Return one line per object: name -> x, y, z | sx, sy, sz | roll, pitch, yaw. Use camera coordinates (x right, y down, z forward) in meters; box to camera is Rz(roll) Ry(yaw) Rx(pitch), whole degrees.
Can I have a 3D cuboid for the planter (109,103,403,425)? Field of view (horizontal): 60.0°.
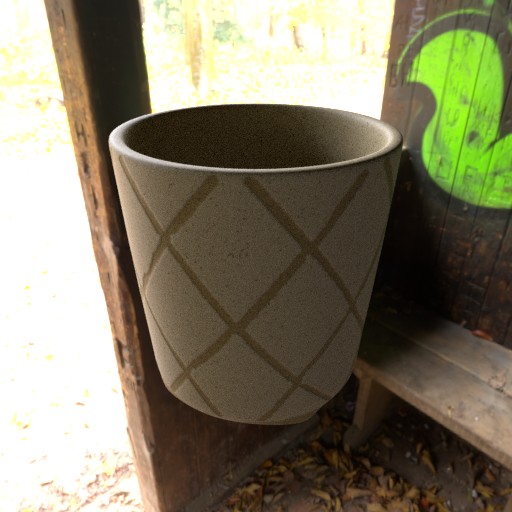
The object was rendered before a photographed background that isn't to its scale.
planter -> 0.000, 0.000, 0.412 | 0.228, 0.235, 0.228 | 0, 29, 0
